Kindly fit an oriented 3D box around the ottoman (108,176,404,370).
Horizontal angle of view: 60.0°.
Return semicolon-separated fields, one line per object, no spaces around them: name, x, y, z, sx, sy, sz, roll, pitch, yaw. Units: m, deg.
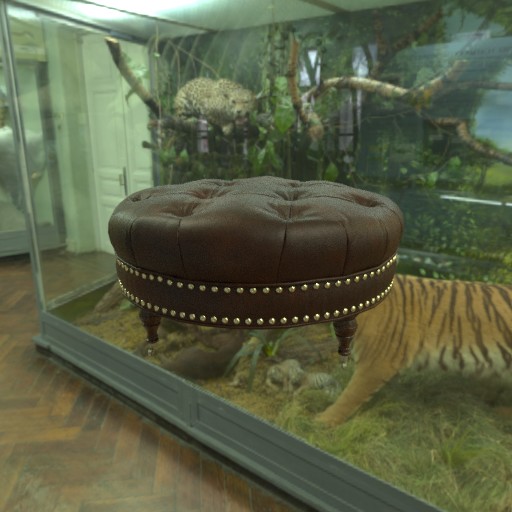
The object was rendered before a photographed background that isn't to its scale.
ottoman;0.000;0.000;1.414;0.901;0.455;0.901;0;16;0
